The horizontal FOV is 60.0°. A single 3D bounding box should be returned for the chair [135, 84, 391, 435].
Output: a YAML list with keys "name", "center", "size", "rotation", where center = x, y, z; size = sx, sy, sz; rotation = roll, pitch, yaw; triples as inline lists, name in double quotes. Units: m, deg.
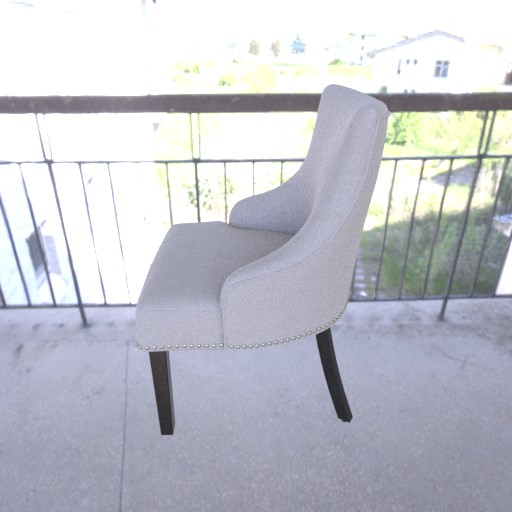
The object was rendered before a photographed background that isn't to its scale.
- name: "chair"
  center: [0.000, 0.000, 1.304]
  size: [0.629, 0.909, 0.566]
  rotation: [0, 26, -1]
